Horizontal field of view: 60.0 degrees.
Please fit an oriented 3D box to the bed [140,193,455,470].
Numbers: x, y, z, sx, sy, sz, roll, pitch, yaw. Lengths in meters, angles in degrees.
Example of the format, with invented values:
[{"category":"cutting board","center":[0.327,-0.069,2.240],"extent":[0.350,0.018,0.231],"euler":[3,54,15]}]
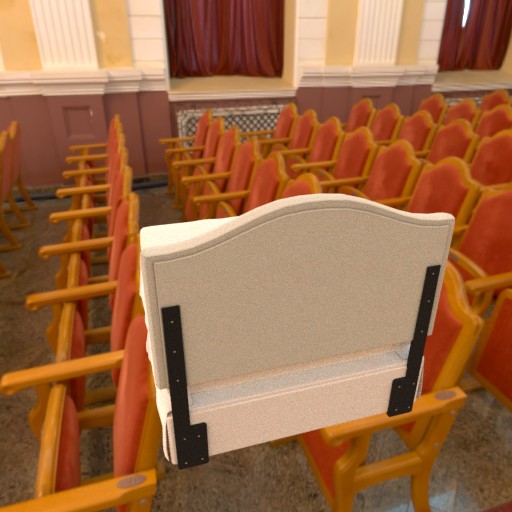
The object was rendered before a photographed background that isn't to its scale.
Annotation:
[{"category":"bed","center":[0.000,0.000,3.444],"extent":[1.813,1.607,2.180],"euler":[-7,27,-15]}]
